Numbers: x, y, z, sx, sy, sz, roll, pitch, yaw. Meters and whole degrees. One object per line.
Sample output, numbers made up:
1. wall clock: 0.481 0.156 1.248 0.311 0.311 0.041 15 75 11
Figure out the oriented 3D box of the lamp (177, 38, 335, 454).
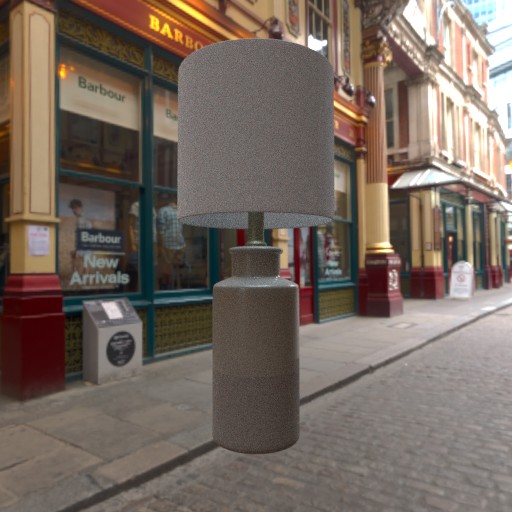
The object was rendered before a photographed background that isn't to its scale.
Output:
1. lamp: 0.000 0.000 0.605 0.212 0.493 0.212 -1 -2 36
